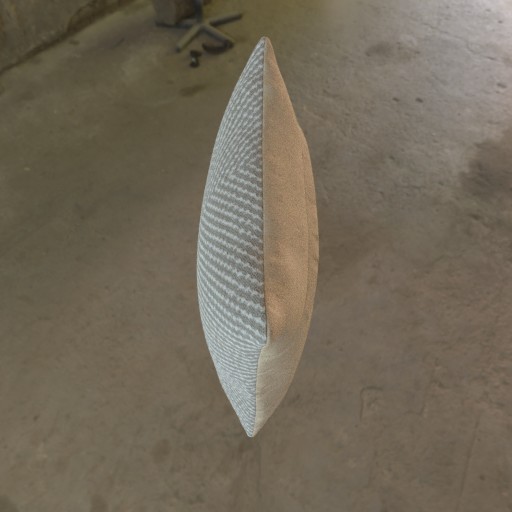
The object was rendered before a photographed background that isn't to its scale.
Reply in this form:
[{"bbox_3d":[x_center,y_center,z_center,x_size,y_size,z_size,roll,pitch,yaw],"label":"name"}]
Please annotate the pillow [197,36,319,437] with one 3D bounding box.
[{"bbox_3d":[0.000,0.000,0.698,0.181,0.458,0.459,0,58,0],"label":"pillow"}]
